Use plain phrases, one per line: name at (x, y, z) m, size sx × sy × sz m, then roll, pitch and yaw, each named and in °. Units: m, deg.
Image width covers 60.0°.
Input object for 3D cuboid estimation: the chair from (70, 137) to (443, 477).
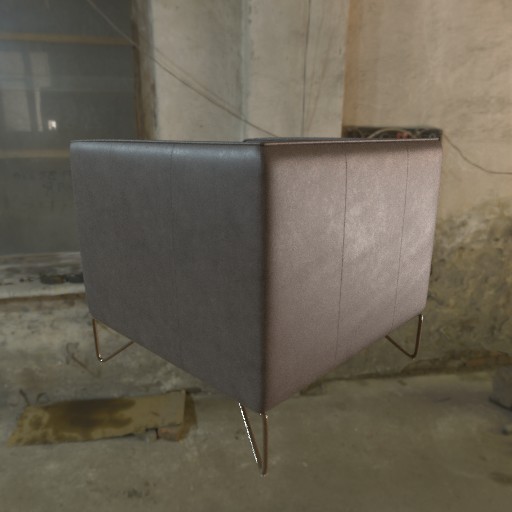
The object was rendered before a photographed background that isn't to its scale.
chair at (0.000, 0.000, 1.529) m, size 0.894 × 0.790 × 0.880 m, roll 15°, pitch 21°, yaw 42°
